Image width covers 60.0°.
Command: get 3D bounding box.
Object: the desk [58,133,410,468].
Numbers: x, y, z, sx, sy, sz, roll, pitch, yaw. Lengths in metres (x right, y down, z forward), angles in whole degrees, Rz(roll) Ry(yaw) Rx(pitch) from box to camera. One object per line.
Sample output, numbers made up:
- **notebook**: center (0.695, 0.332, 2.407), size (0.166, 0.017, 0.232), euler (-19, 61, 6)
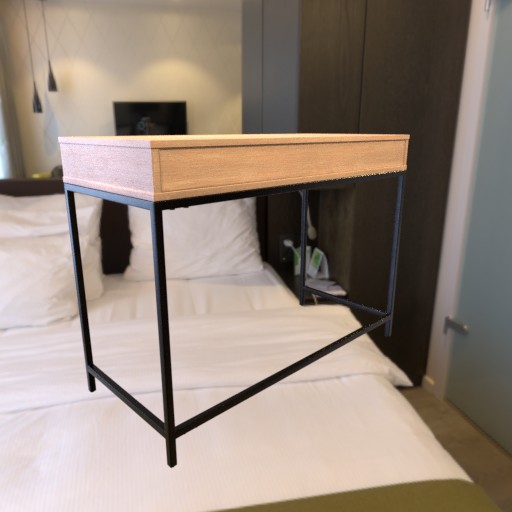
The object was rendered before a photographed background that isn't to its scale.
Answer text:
- **desk**: center (0.000, 0.000, 1.454), size (1.016, 0.762, 0.470), euler (-15, 22, -42)
